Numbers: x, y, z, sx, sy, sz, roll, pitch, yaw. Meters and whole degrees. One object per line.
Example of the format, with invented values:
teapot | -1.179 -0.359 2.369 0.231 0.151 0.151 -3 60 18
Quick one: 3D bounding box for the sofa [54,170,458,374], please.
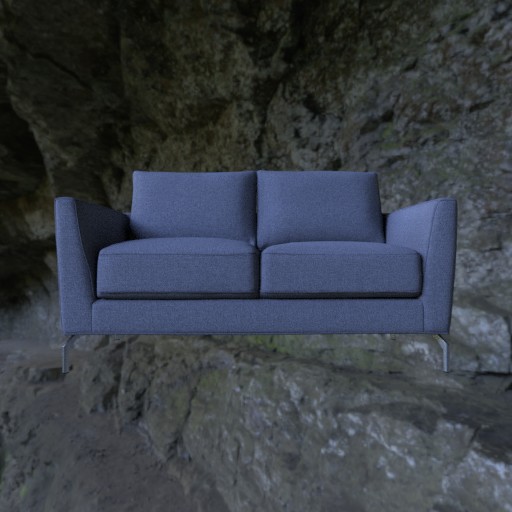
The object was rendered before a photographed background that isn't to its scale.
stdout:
sofa | 0.000 0.000 2.125 1.594 0.924 0.803 0 0 -1
